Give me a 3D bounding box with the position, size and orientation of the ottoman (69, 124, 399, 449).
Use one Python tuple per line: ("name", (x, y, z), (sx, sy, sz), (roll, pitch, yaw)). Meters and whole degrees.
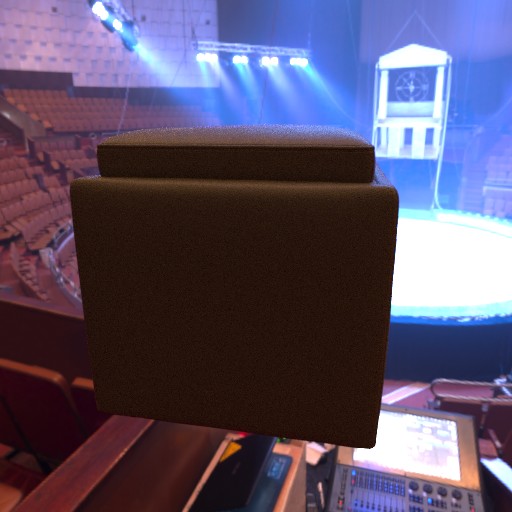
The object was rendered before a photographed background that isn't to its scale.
("ottoman", (0.000, 0.000, 0.810), (0.450, 0.460, 0.451), (3, 16, 11))
